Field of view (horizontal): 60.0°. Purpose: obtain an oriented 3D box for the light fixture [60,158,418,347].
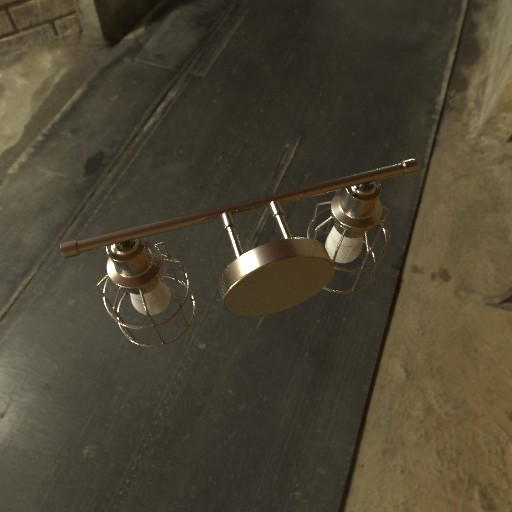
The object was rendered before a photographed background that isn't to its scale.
[{"bbox_3d":[0.000,0.000,0.541,0.406,0.254,0.165,-15,61,-8],"label":"light fixture"}]
